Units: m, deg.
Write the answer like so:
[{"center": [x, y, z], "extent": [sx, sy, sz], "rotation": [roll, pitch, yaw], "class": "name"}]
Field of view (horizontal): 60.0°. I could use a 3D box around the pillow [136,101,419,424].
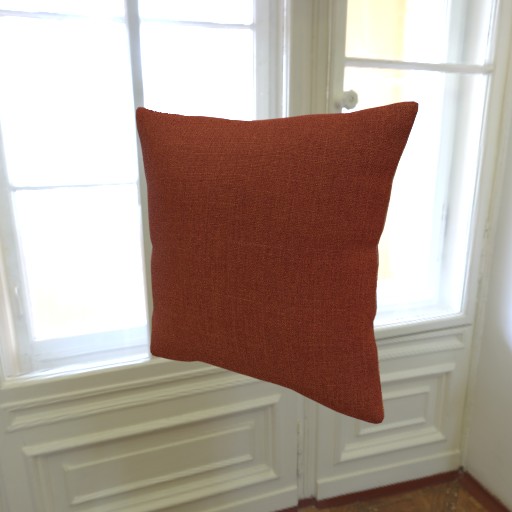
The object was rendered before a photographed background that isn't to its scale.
[{"center": [0.000, 0.000, 0.665], "extent": [0.429, 0.434, 0.159], "rotation": [8, 18, 27], "class": "pillow"}]
